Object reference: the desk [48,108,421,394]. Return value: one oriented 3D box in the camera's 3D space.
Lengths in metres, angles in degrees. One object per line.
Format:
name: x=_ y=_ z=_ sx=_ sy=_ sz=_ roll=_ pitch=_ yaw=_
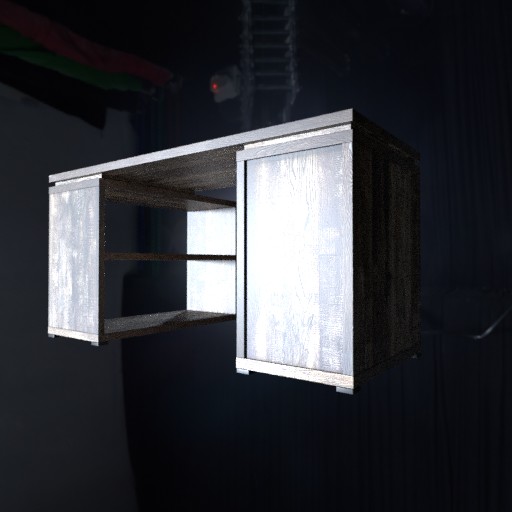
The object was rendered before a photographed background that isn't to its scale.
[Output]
desk: x=0.000 y=0.000 z=2.100 sx=1.524 sy=0.753 sz=1.200 roll=-1 pitch=-1 yaw=37
